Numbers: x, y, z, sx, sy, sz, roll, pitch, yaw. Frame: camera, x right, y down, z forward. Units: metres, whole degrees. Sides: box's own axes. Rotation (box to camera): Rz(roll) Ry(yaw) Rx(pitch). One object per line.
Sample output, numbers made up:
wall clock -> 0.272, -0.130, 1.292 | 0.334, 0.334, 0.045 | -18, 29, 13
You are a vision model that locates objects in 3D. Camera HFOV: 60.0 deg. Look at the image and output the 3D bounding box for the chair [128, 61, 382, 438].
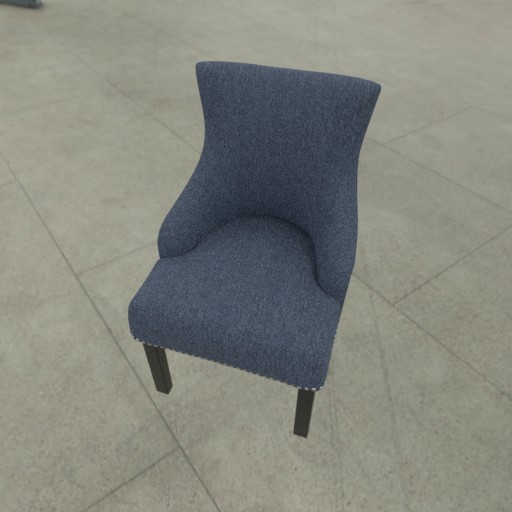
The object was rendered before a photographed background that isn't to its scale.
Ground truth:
chair -> 0.000, 0.000, 1.307 | 0.566, 0.909, 0.629 | 13, 44, 13
